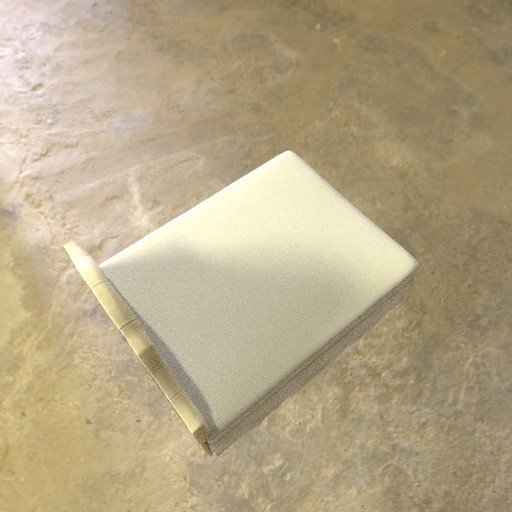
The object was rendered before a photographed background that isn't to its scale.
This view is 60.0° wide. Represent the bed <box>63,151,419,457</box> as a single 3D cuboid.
[{"bbox_3d":[0.000,0.000,3.197,2.092,1.575,1.627,-35,65,-18],"label":"bed"}]
